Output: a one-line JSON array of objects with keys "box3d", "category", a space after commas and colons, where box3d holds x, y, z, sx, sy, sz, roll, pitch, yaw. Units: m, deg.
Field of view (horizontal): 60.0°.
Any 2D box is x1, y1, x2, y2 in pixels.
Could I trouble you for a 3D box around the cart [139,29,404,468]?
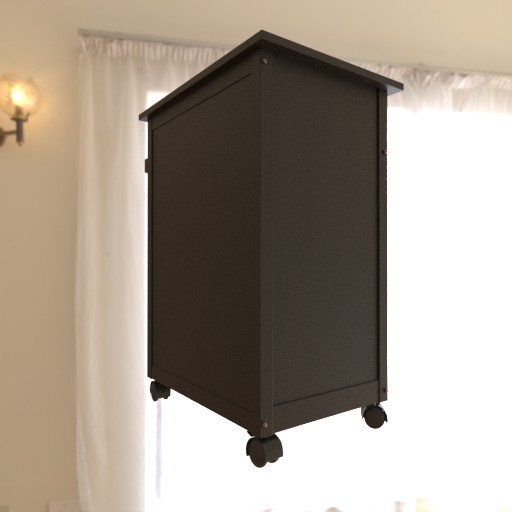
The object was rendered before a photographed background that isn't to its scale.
[{"box3d": [0.000, 0.000, 1.262, 0.456, 0.879, 0.660, 0, 0, -36], "category": "cart"}]
